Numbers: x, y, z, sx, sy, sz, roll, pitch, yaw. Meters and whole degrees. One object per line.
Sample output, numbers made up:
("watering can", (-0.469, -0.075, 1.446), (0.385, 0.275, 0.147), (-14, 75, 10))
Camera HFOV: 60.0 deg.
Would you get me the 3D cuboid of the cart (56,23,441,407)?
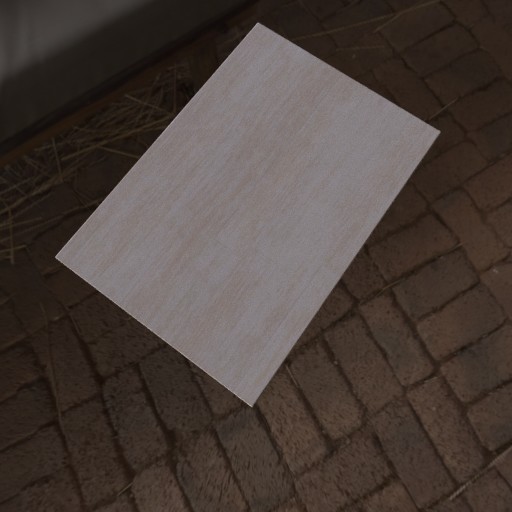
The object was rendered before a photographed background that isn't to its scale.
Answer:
("cart", (0.000, 0.000, 1.179), (0.406, 0.857, 0.578), (35, 78, 9))
